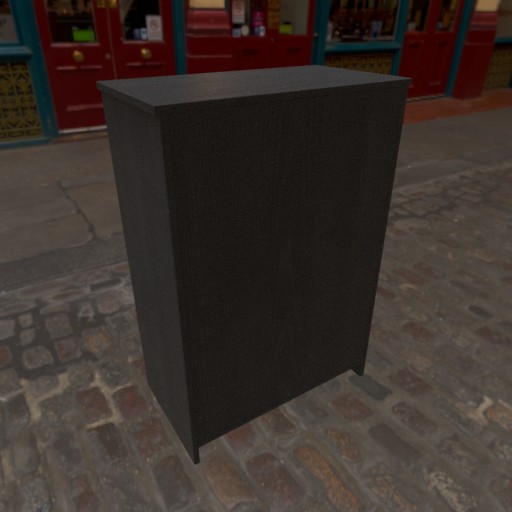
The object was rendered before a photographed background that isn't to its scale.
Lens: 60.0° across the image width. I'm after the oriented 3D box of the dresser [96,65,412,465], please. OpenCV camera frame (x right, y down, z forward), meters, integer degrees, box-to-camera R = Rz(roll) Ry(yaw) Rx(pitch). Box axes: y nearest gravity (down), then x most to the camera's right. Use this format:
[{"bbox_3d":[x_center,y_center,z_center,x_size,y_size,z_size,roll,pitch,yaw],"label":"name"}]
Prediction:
[{"bbox_3d":[0.000,0.000,1.367,0.700,1.020,0.398,-17,33,-28],"label":"dresser"}]
